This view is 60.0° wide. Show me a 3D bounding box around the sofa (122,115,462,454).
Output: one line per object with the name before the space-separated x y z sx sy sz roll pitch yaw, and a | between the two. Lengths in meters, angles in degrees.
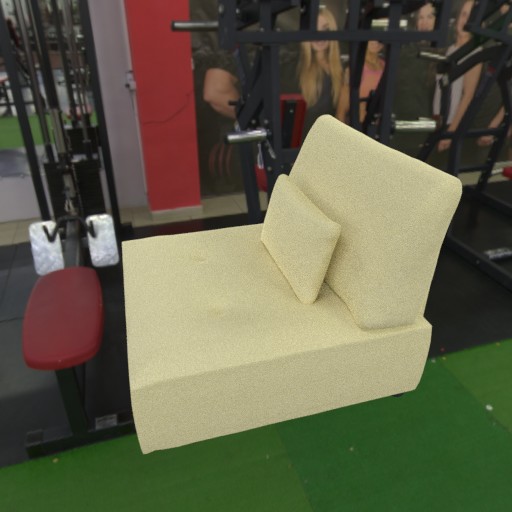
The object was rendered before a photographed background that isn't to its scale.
sofa | 0.000 0.000 1.683 1.000 0.820 0.930 -8 30 -14
